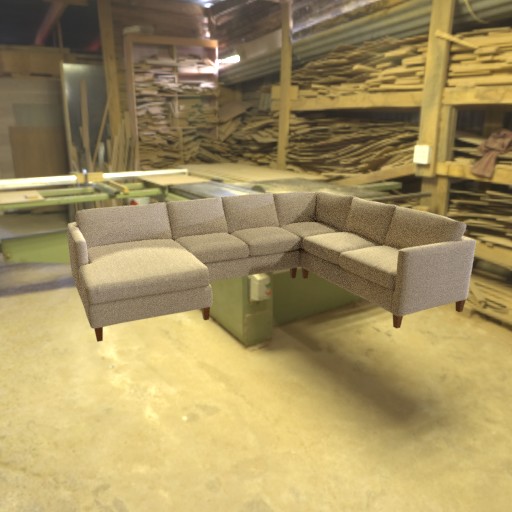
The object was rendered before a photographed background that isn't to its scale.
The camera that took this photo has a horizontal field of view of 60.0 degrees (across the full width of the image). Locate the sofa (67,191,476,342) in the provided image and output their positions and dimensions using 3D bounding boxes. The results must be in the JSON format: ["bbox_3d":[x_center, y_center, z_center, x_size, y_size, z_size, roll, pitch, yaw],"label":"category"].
[{"bbox_3d":[0.000,0.000,4.631,3.460,0.961,2.594,-8,18,-26],"label":"sofa"}]
